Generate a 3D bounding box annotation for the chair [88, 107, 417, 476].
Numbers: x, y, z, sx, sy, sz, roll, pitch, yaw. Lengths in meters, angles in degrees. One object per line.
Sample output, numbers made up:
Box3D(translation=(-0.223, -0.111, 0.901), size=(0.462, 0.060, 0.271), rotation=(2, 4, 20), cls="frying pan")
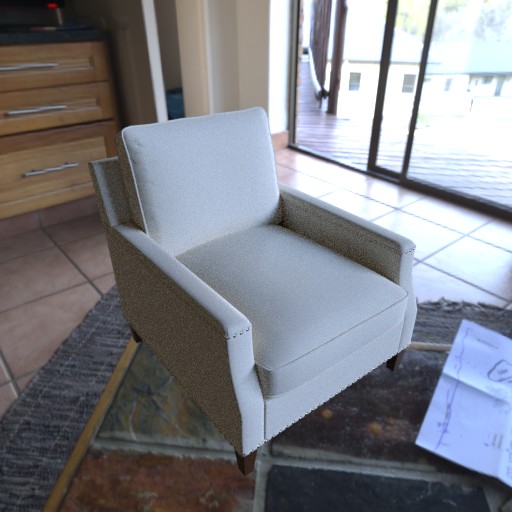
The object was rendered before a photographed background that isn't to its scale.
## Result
Box3D(translation=(0.000, 0.000, 1.721), size=(0.853, 0.943, 1.014), rotation=(-21, 36, -32), cls="chair")
